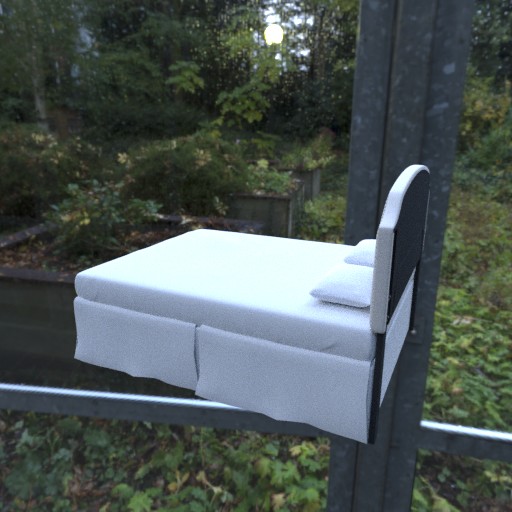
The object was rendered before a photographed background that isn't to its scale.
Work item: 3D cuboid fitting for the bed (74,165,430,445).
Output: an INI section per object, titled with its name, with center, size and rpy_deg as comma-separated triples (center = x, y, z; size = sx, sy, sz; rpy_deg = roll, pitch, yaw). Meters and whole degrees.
[bed]
center = 0.000, 0.000, 3.012
size = 1.999, 1.270, 1.558
rpy_deg = 8, 18, 25
